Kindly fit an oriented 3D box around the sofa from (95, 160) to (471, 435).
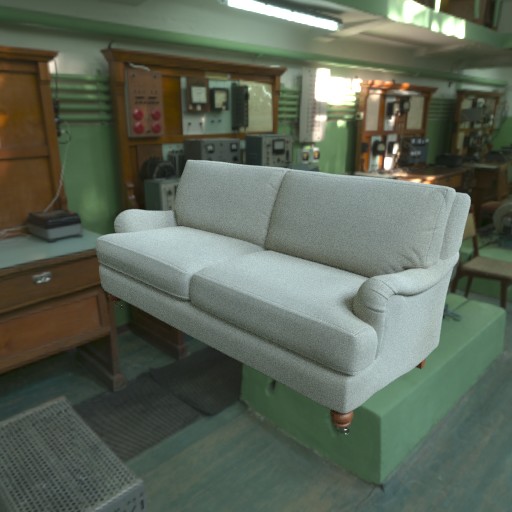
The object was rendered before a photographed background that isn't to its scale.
[{"bbox_3d":[0.000,0.000,2.661,2.070,0.997,1.091,16,24,41],"label":"sofa"}]
